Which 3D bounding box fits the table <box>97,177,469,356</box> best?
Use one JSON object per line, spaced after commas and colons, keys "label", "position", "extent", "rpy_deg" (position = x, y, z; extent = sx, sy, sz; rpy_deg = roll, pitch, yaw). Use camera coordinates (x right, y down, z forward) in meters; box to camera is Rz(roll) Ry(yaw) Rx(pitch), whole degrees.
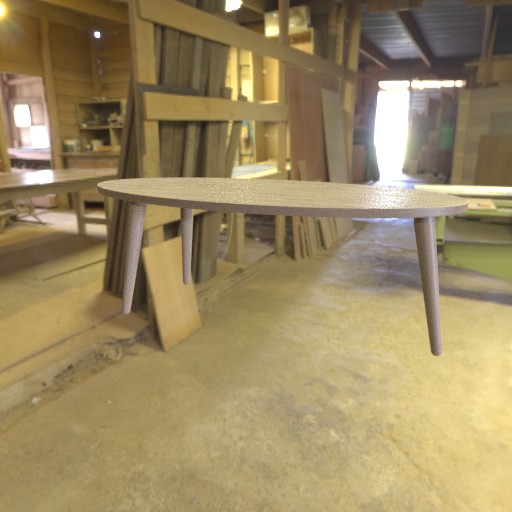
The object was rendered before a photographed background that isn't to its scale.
{"label": "table", "position": [0.000, 0.000, 1.294], "extent": [1.083, 0.390, 0.542], "rpy_deg": [8, 17, 27]}
